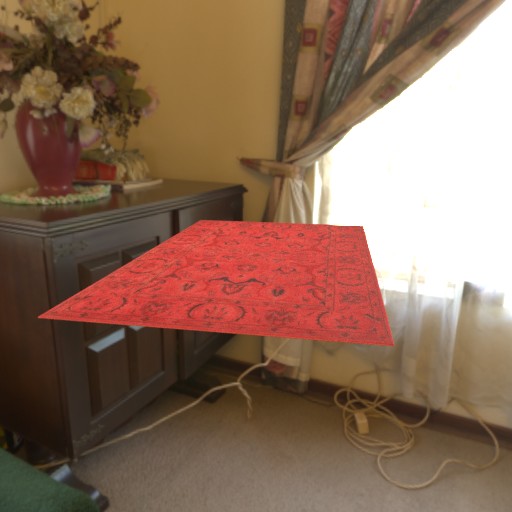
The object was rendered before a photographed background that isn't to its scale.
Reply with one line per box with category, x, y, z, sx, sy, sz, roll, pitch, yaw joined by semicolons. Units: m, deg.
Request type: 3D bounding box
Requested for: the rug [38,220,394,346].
rug;0.000;0.000;2.992;1.534;0.010;2.423;3;15;10
